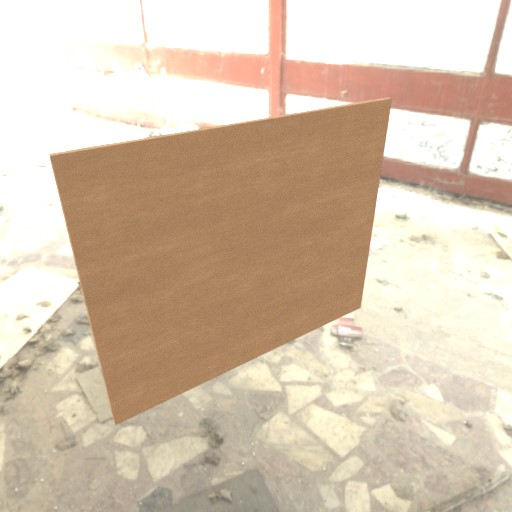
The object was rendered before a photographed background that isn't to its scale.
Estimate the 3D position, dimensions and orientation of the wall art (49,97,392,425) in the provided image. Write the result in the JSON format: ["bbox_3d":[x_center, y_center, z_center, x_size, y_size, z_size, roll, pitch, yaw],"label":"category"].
[{"bbox_3d":[0.000,0.000,0.677,0.508,0.408,0.010,-19,36,-29],"label":"wall art"}]
